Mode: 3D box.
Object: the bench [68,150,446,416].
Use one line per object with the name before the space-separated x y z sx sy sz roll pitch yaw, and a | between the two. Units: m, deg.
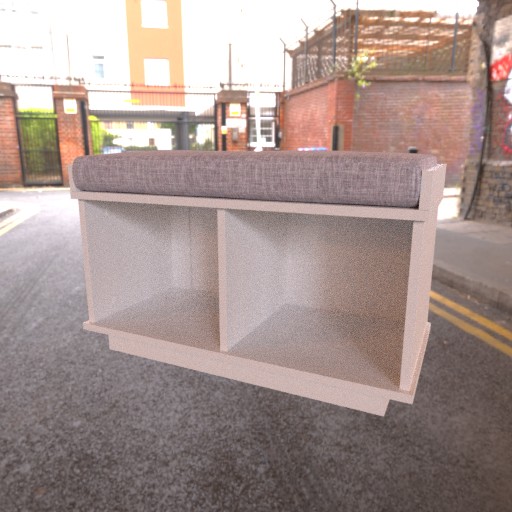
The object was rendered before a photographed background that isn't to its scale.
bench | 0.000 0.000 0.994 0.734 0.461 0.362 6 15 25
